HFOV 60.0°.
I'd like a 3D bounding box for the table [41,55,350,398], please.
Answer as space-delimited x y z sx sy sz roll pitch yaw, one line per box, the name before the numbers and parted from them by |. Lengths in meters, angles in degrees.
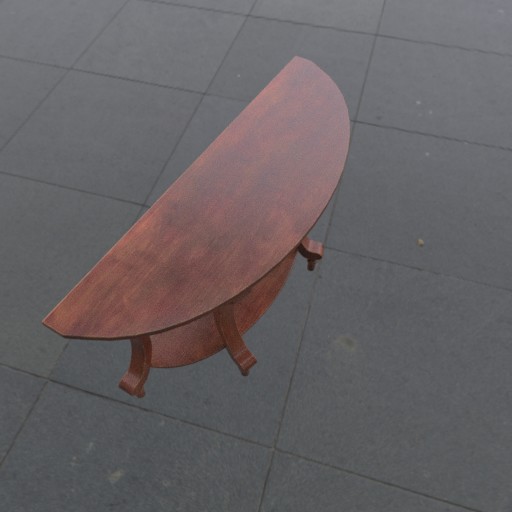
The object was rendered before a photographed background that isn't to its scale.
table | 0.000 0.000 1.504 0.394 0.699 1.198 27 60 17
